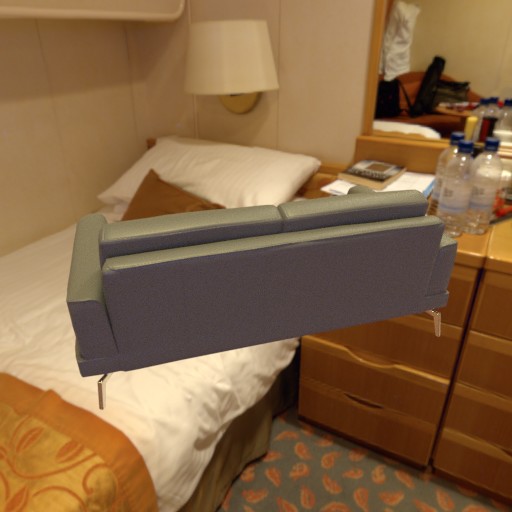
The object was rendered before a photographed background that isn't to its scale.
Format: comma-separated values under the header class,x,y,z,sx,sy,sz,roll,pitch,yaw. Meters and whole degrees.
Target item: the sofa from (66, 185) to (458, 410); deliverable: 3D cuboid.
class,x,y,z,sx,sy,sz,roll,pitch,yaw
sofa,0.000,0.000,2.771,2.177,0.930,1.121,-8,28,-15
